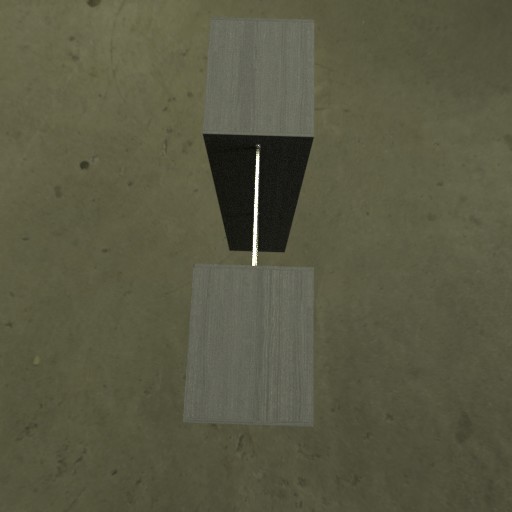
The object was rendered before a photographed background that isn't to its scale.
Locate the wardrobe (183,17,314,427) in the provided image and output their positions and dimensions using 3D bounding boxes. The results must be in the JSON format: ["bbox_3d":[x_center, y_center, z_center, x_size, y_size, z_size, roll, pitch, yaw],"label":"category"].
[{"bbox_3d":[0.000,0.000,2.807,0.480,2.000,1.770,2,76,0],"label":"wardrobe"}]
